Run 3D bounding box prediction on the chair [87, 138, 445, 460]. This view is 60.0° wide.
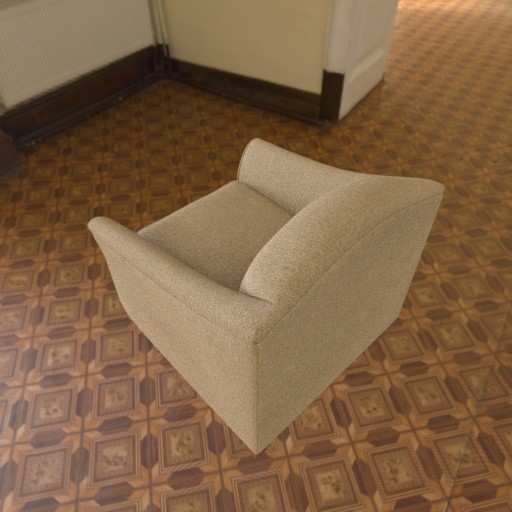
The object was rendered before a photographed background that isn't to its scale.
[{"bbox_3d":[0.000,0.000,1.472,0.763,0.839,0.787,-34,54,-29],"label":"chair"}]
